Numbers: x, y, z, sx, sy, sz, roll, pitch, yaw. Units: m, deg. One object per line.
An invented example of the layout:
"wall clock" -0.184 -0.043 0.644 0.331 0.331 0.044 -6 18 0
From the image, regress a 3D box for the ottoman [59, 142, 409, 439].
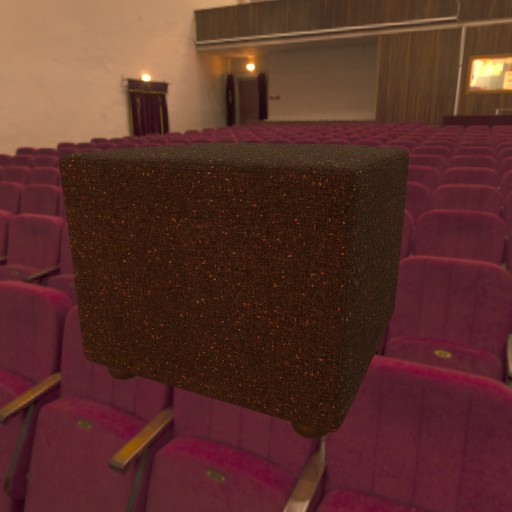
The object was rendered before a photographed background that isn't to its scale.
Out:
"ottoman" 0.000 0.000 0.892 0.508 0.432 0.508 8 18 25
